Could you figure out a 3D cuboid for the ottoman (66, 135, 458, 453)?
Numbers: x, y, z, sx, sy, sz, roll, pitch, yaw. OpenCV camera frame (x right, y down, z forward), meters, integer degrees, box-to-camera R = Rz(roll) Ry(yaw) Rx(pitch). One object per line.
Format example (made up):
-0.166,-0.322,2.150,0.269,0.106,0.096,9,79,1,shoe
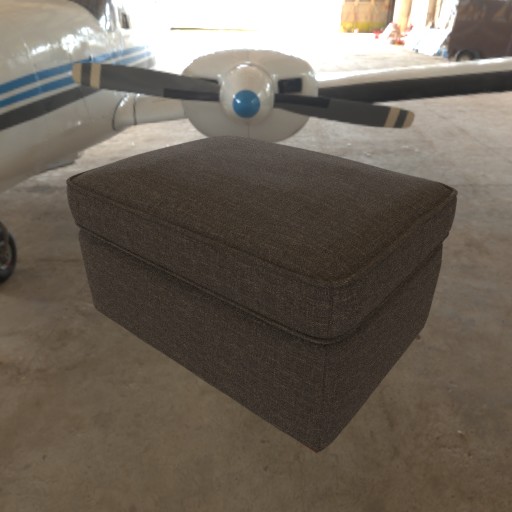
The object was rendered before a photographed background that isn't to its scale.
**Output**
0.000,0.000,1.074,0.749,0.450,0.549,22,36,34,ottoman
